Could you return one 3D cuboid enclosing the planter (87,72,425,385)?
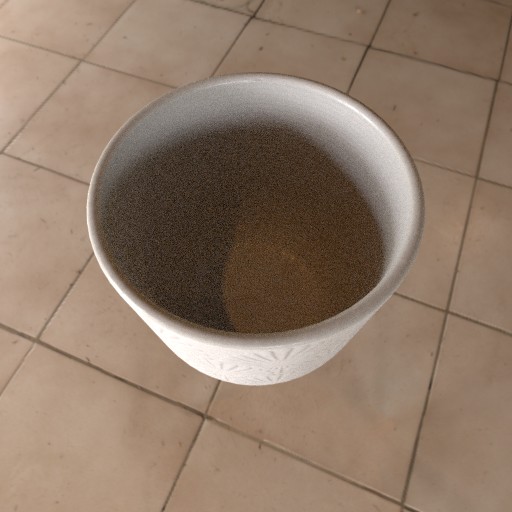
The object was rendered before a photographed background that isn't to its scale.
[{"bbox_3d":[0.000,0.000,0.290,0.170,0.152,0.170,0,62,0],"label":"planter"}]
